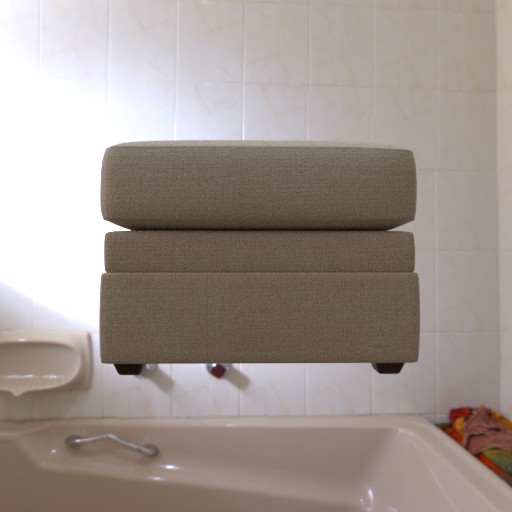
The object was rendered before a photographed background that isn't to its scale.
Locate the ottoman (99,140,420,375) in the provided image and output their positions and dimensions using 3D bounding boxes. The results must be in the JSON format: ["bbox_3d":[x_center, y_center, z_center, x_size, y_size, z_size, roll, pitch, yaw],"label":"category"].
[{"bbox_3d":[0.000,0.000,1.264,0.637,0.478,0.885,0,-1,-1],"label":"ottoman"}]
